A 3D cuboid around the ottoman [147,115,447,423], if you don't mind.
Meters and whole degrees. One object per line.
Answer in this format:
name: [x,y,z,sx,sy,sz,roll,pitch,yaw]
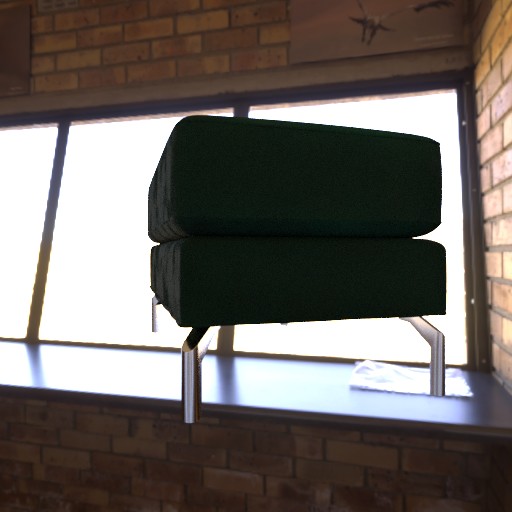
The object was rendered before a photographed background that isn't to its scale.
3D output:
ottoman: [0.000,0.000,1.198,0.536,0.533,0.886,0,1,-17]
